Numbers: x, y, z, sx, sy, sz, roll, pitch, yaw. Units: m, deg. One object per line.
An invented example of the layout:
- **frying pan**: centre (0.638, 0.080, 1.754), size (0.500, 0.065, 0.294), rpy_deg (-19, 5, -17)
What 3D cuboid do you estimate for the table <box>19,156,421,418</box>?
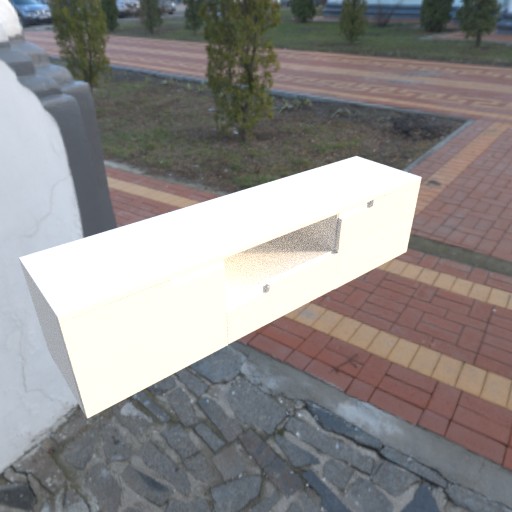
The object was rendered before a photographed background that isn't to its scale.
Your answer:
- **table**: centre (0.000, 0.000, 1.850), size (1.650, 0.420, 0.390), rpy_deg (-22, 37, -32)
